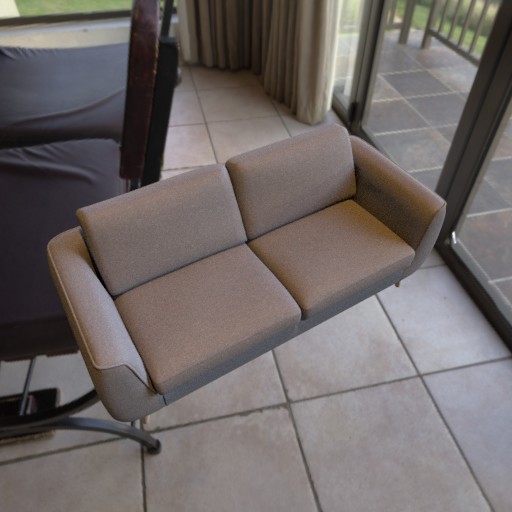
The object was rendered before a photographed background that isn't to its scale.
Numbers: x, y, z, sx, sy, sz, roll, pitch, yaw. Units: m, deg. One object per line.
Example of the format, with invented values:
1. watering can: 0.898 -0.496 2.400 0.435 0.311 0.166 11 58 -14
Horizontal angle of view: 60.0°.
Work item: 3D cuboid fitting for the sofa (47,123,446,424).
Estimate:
1. sofa: 0.000 0.000 2.491 2.000 0.870 0.920 -24 50 -21
